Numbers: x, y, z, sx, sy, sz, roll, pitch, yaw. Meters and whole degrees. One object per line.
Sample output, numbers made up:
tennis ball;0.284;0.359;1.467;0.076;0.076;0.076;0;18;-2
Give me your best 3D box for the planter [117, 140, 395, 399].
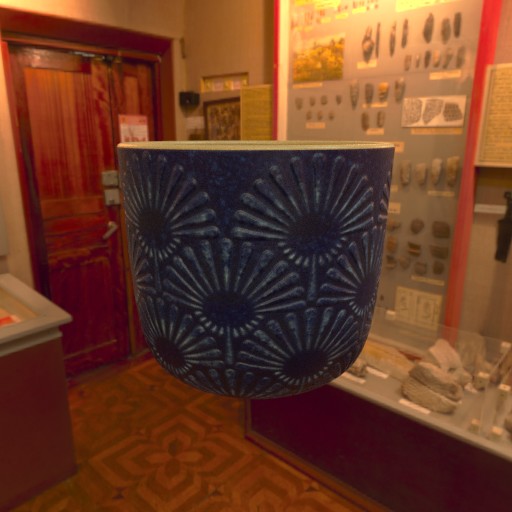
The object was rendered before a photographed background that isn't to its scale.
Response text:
planter;0.000;0.000;0.220;0.124;0.109;0.124;0;15;0
